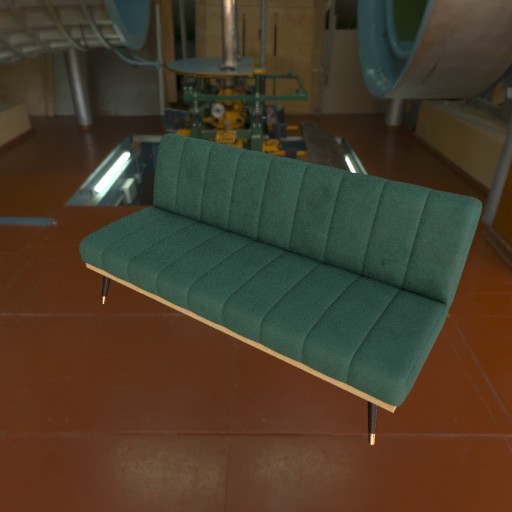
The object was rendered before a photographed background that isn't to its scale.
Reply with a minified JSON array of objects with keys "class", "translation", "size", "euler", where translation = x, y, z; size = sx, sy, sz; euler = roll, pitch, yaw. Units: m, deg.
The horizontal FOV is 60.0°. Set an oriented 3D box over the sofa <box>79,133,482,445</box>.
[{"class":"sofa","translation":[0.000,0.000,2.237],"size":[1.810,0.820,0.830],"euler":[19,36,29]}]
